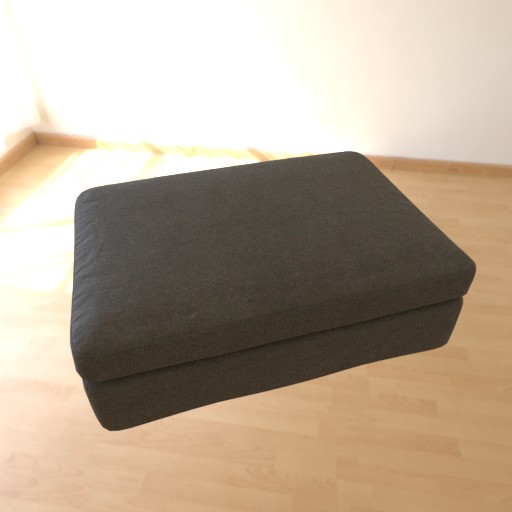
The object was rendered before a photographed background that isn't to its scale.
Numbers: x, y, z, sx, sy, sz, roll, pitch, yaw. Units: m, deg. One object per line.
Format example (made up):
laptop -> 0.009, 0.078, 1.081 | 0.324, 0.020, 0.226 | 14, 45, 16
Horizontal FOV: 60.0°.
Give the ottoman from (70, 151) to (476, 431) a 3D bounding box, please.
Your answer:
ottoman -> 0.000, 0.000, 1.573 | 1.199, 0.429, 0.840 | -11, 41, -12
